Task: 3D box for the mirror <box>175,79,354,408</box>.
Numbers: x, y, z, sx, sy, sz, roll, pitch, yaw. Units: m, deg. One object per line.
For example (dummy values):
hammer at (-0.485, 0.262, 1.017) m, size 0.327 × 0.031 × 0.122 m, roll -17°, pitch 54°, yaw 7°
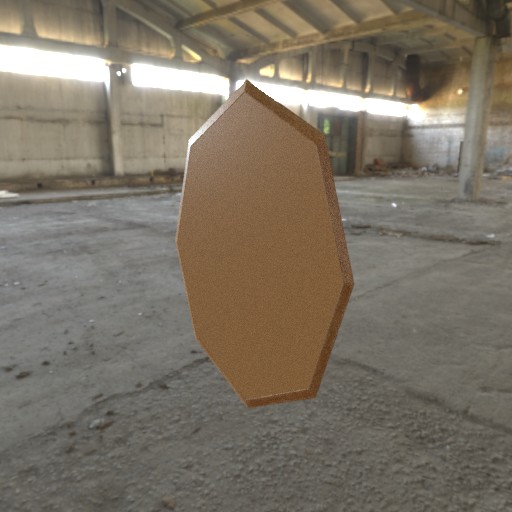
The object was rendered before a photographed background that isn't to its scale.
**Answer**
mirror at (0.000, 0.000, 1.042) m, size 0.070 × 0.774 × 0.577 m, roll -13°, pitch 18°, yaw -43°
